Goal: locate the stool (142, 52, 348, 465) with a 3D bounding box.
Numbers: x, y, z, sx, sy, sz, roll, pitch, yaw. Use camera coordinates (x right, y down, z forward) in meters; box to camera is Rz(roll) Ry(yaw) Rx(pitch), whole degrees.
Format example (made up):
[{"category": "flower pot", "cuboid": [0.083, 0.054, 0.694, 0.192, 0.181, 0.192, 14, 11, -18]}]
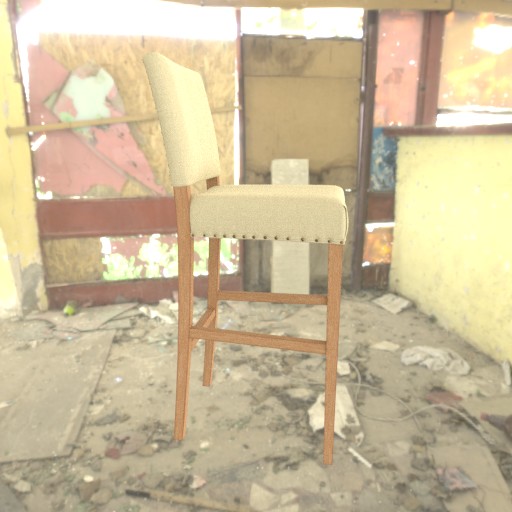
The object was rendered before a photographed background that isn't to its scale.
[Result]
[{"category": "stool", "cuboid": [0.000, 0.000, 1.402, 0.546, 1.143, 0.428, 2, 15, 9]}]
